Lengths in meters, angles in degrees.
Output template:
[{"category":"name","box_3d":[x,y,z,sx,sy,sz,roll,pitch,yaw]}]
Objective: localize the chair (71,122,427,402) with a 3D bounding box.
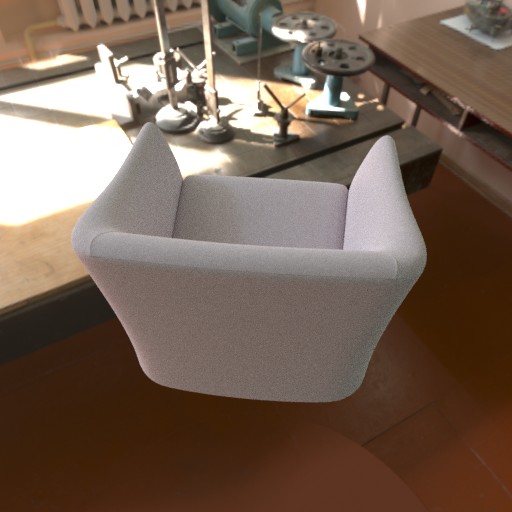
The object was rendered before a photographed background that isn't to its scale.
[{"category":"chair","box_3d":[0.000,0.000,1.322,0.790,0.720,0.700,4,49,4]}]
